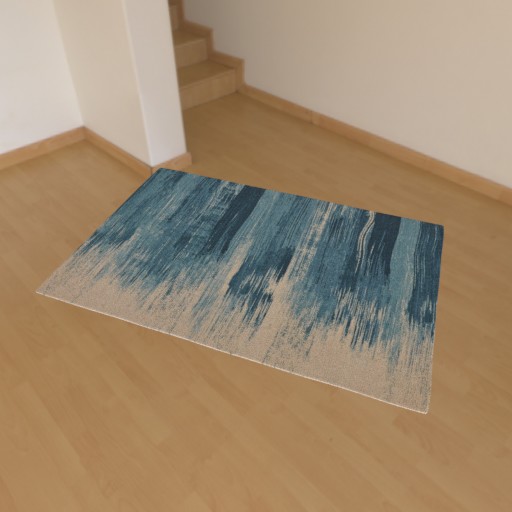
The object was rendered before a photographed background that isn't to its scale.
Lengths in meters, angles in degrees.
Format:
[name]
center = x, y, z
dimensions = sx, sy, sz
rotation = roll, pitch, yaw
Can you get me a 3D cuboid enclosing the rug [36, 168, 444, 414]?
[rug]
center = 0.000, 0.000, 2.329
dimensions = 1.836, 0.009, 1.232
rotation = 14, 44, 15
